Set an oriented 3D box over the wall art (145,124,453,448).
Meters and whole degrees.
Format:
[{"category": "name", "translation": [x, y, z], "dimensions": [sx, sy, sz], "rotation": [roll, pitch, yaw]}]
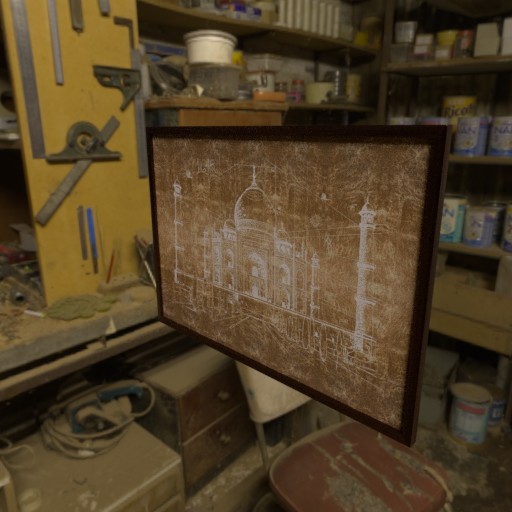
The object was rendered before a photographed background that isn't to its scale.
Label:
[{"category": "wall art", "translation": [0.000, 0.000, 0.540], "dimensions": [0.431, 0.304, 0.012], "rotation": [15, 22, 42]}]
